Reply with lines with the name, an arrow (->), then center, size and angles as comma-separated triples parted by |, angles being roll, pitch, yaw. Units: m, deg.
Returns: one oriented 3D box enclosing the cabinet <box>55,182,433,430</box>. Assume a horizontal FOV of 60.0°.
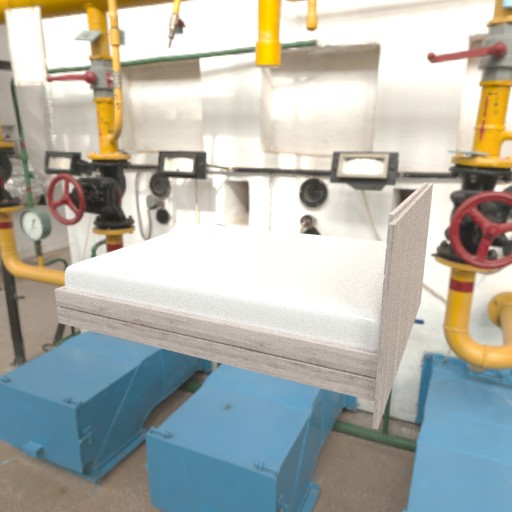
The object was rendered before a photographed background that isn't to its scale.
cabinet -> 0.000, 0.000, 3.095 | 2.080, 0.970, 1.750 | 7, 17, 25
